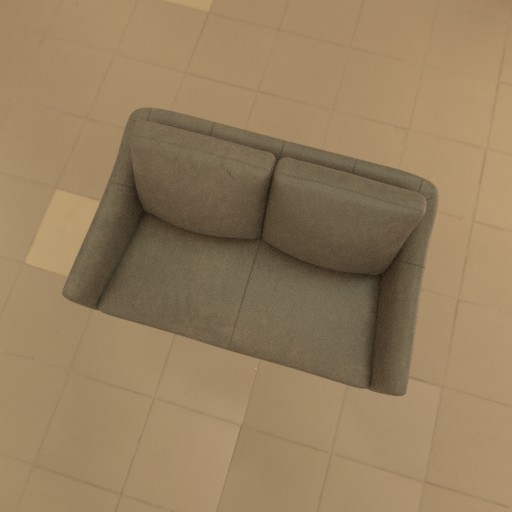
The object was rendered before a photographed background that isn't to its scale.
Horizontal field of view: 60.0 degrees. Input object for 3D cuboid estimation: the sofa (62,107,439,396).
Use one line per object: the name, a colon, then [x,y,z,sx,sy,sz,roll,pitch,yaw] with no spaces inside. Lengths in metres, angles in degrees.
sofa: [0.000,0.000,2.224,1.619,0.902,0.960,16,76,4]
